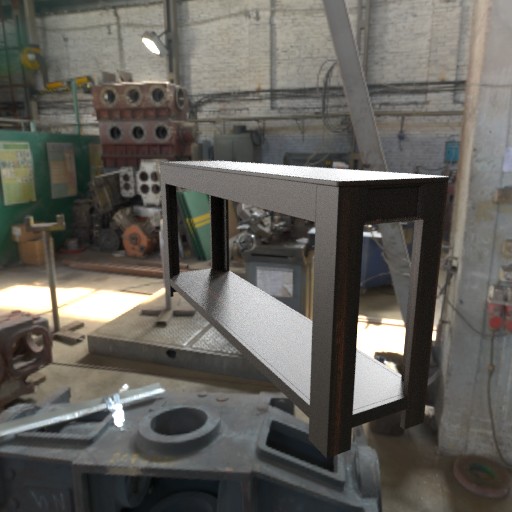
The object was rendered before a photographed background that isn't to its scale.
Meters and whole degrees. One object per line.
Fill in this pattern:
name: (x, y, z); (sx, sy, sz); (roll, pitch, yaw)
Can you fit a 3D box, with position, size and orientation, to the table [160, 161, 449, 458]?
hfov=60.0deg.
table: (0.000, 0.000, 1.927); (0.384, 0.762, 1.631); (-7, 15, -26)
